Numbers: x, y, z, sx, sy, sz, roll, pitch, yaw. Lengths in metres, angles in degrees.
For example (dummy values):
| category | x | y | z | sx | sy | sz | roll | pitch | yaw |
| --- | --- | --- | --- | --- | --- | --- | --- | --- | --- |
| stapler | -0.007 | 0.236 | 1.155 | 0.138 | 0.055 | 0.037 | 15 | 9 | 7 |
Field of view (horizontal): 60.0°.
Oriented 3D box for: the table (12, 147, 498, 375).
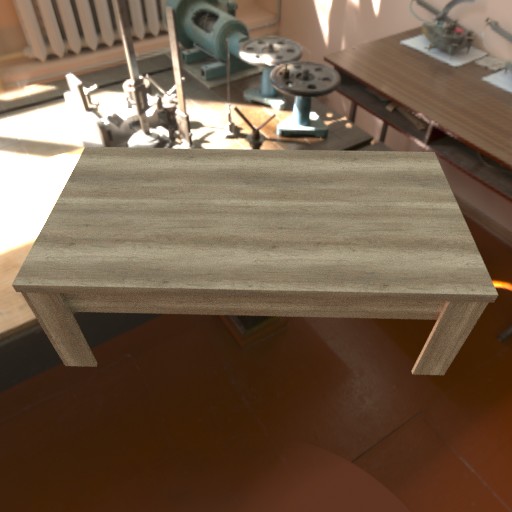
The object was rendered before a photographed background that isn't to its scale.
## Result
| category | x | y | z | sx | sy | sz | roll | pitch | yaw |
| --- | --- | --- | --- | --- | --- | --- | --- | --- | --- |
| table | 0.000 | 0.000 | 1.636 | 1.350 | 0.460 | 0.700 | 1 | 46 | 1 |
